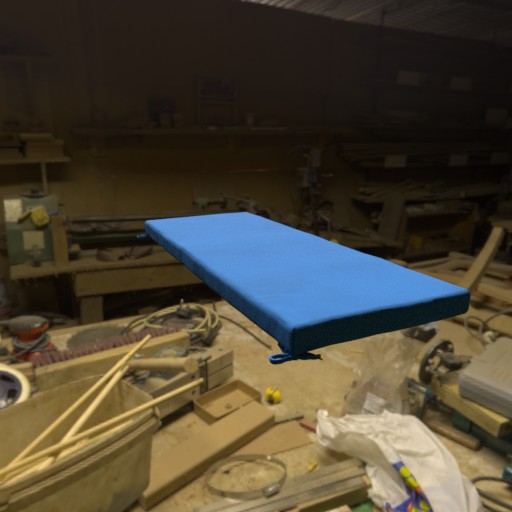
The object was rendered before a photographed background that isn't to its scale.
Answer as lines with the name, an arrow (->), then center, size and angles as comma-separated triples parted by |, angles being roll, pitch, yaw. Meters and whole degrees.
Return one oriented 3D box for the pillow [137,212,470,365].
pillow -> 0.000, 0.000, 1.358 | 0.492, 0.081, 1.187 | -7, 17, -26
